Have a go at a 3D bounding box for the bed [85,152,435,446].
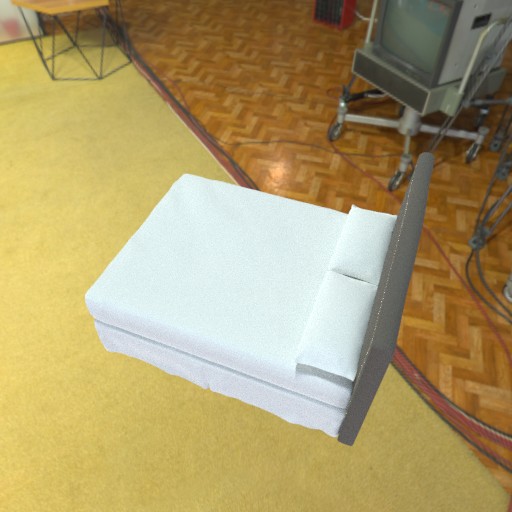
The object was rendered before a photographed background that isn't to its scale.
[{"bbox_3d":[0.000,0.000,3.231,2.036,1.387,1.666,16,50,14],"label":"bed"}]
